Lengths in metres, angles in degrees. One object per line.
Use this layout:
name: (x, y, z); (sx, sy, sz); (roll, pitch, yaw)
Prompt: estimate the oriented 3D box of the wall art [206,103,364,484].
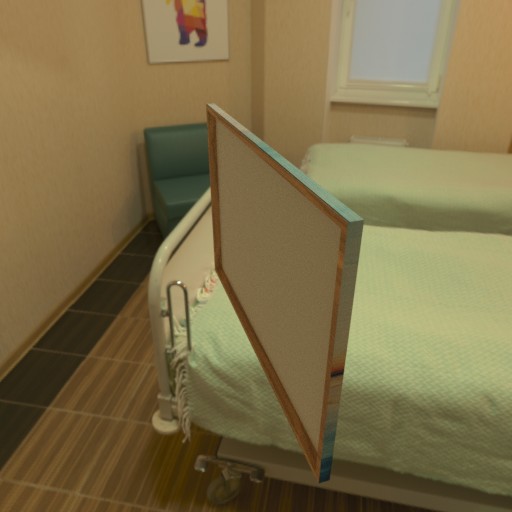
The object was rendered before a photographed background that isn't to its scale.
wall art: (0.000, 0.000, 0.770); (0.018, 0.402, 0.604); (-9, 31, -16)
